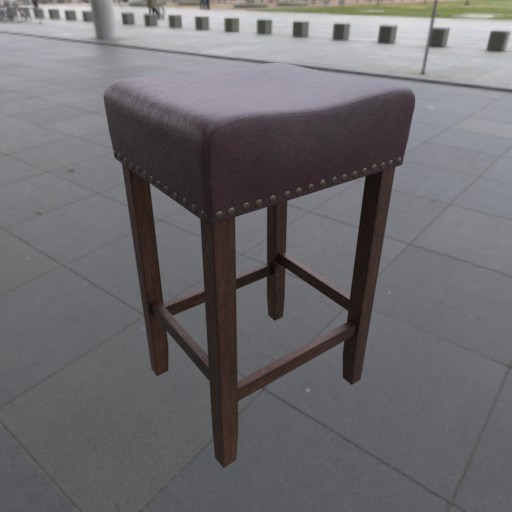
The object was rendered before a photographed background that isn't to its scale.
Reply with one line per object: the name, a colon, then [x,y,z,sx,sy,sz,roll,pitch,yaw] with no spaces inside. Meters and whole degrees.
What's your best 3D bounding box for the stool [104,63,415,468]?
stool: [0.000,0.000,1.033,0.465,0.769,0.401,-21,37,-30]
